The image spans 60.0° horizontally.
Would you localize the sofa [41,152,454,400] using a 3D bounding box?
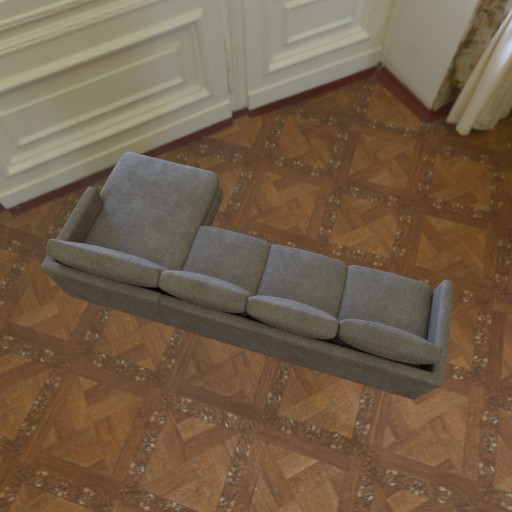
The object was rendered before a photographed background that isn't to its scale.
[{"bbox_3d":[0.000,0.000,4.159,3.471,0.950,1.604,15,63,8],"label":"sofa"}]
